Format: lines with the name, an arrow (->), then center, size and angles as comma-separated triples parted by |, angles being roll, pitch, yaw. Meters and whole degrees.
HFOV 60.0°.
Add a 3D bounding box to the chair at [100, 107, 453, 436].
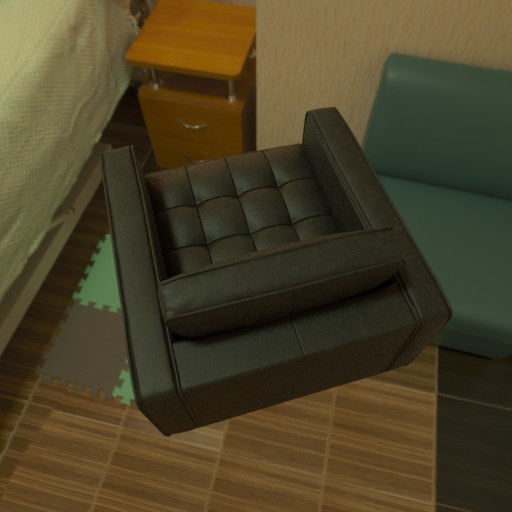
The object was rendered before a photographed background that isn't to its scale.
chair -> 0.000, 0.000, 1.531 | 0.889, 0.763, 0.914 | -14, 59, -8
